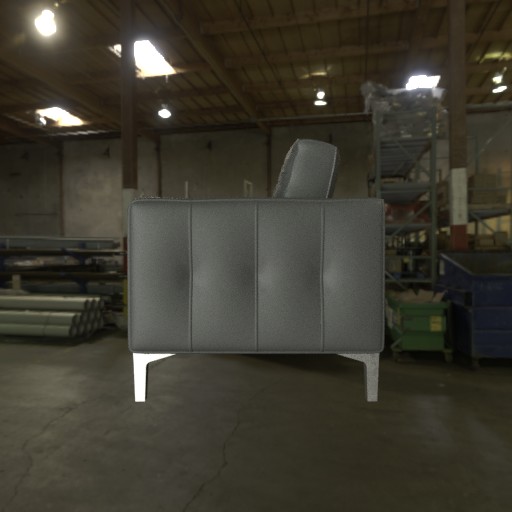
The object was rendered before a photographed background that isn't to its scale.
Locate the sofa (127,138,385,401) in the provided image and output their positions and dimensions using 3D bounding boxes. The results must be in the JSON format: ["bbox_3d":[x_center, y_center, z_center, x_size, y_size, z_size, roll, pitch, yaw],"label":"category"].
[{"bbox_3d":[0.000,0.000,2.224,0.833,0.893,1.726,0,1,0],"label":"sofa"}]
